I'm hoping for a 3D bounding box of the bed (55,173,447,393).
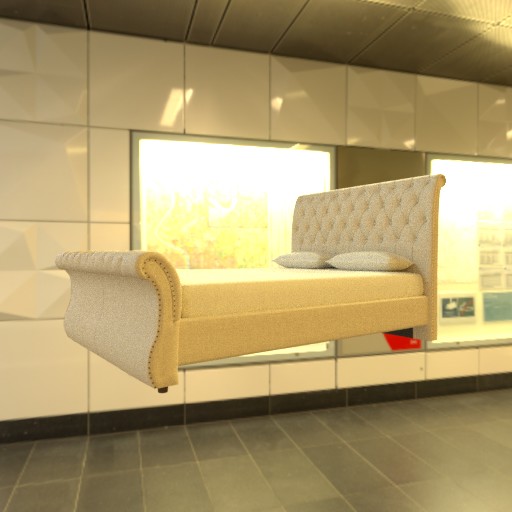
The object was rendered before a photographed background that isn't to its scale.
[{"bbox_3d":[0.000,0.000,3.331,2.493,1.268,1.606,0,0,-36],"label":"bed"}]
